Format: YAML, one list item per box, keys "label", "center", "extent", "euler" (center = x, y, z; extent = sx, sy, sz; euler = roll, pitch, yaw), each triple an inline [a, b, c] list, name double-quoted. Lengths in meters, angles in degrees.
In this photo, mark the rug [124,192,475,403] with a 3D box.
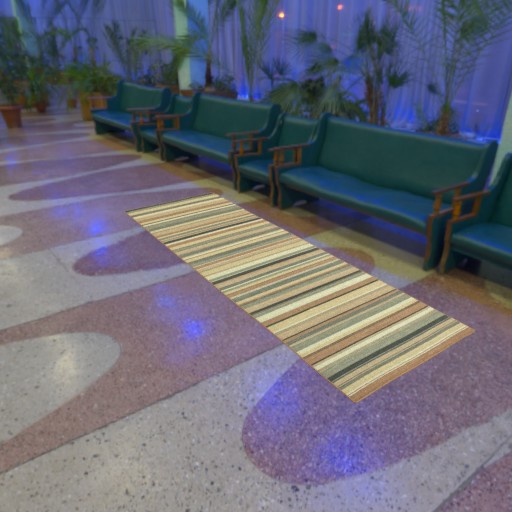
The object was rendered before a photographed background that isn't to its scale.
- label: "rug"
  center: [0.000, 0.000, 2.755]
  extent: [0.799, 0.010, 2.444]
  euler: [-18, 32, -31]
